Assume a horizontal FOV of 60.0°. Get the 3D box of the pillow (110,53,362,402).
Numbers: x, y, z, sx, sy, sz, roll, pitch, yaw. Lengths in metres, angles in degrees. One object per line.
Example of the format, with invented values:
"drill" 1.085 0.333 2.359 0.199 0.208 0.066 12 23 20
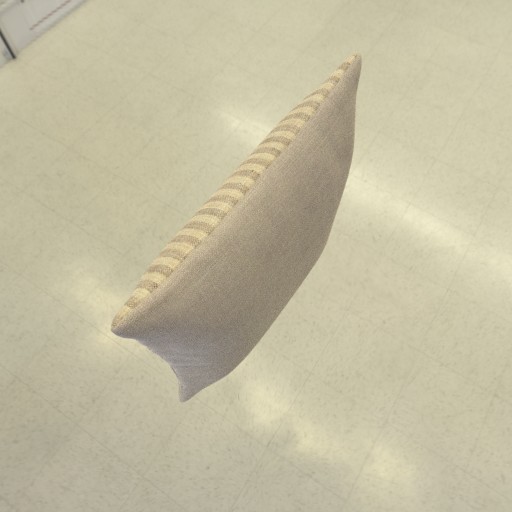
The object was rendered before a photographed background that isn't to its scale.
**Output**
"pillow" 0.000 0.000 0.778 0.166 0.510 0.523 33 67 15
